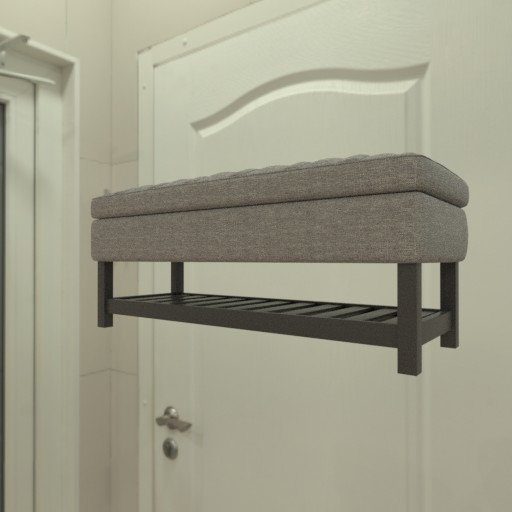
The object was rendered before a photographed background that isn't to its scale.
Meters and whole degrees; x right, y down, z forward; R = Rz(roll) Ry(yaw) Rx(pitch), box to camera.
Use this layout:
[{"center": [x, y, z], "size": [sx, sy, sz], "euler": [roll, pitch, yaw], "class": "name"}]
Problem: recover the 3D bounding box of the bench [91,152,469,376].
[{"center": [0.000, 0.000, 1.315], "size": [1.100, 0.470, 0.429], "euler": [0, 0, 36], "class": "bench"}]
